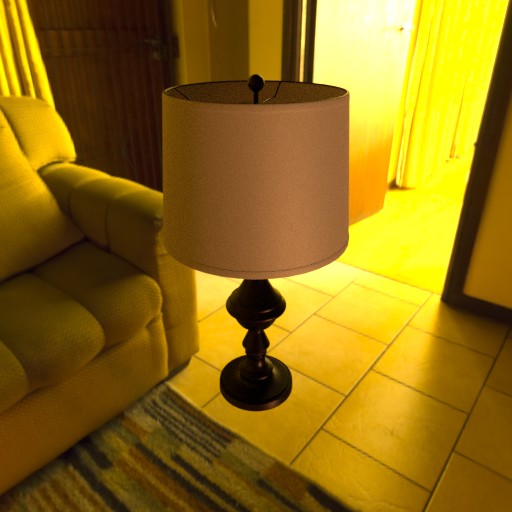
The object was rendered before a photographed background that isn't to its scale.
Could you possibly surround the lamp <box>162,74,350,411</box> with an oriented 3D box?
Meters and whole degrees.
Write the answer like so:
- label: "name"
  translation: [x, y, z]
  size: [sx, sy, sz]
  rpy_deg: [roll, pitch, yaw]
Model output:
- label: "lamp"
  translation: [0.000, 0.000, 0.953]
  size: [0.383, 0.726, 0.383]
  rpy_deg: [0, 27, 0]
